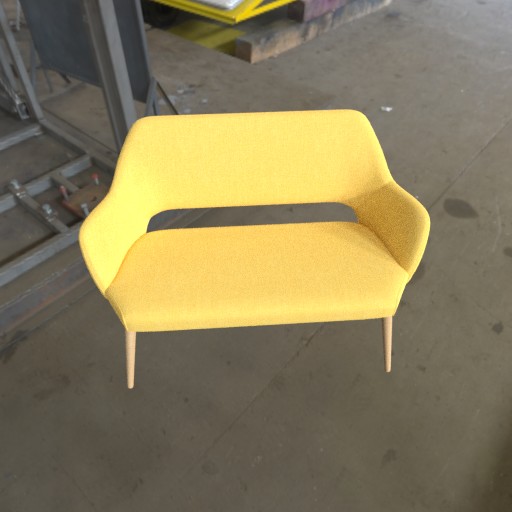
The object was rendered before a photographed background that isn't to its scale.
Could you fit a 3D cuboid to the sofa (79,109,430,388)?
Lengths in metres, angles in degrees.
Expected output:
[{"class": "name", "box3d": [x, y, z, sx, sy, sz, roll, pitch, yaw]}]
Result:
[{"class": "sofa", "box3d": [0.000, 0.000, 1.642, 1.150, 0.840, 0.610, -3, 46, -3]}]
